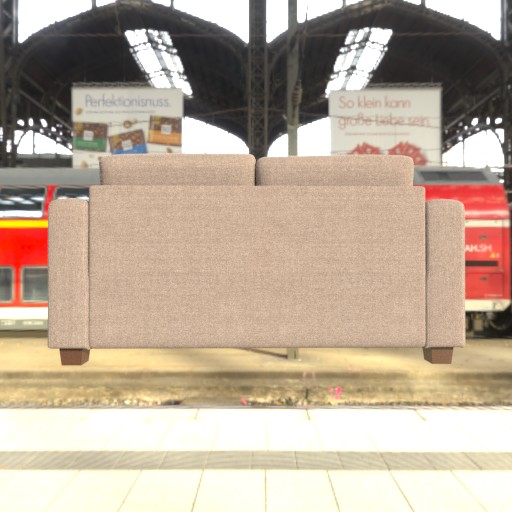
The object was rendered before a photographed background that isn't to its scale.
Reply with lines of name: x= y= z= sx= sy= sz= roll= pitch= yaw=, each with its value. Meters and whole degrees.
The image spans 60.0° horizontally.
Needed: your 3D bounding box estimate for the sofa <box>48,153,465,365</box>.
sofa: x=0.000 y=0.000 z=2.019 sx=1.520 sy=0.800 sz=0.900 roll=0 pitch=-1 yaw=-1
